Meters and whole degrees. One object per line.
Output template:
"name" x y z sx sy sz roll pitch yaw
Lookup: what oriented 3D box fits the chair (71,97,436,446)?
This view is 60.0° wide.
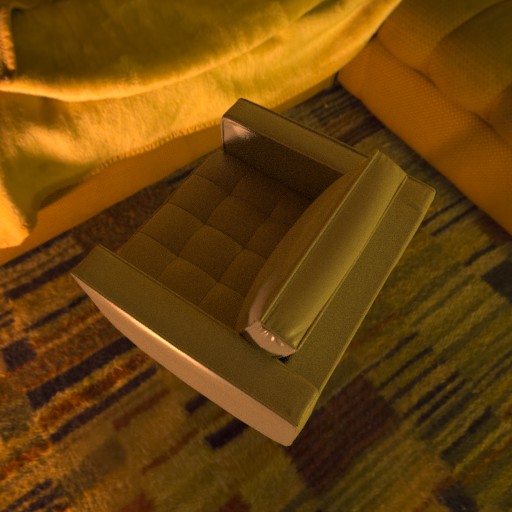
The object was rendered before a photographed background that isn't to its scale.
"chair" 0.000 0.000 1.539 0.843 0.773 0.928 30 65 15
